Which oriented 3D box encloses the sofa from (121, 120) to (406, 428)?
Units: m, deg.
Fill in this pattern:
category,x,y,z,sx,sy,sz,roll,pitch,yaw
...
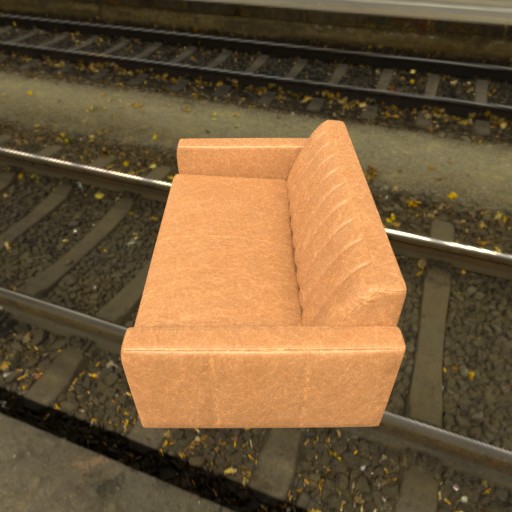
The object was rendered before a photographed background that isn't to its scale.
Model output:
category,x,y,z,sx,sy,sz,roll,pitch,yaw
sofa,0.000,0.000,2.142,0.960,0.820,1.549,0,40,0
